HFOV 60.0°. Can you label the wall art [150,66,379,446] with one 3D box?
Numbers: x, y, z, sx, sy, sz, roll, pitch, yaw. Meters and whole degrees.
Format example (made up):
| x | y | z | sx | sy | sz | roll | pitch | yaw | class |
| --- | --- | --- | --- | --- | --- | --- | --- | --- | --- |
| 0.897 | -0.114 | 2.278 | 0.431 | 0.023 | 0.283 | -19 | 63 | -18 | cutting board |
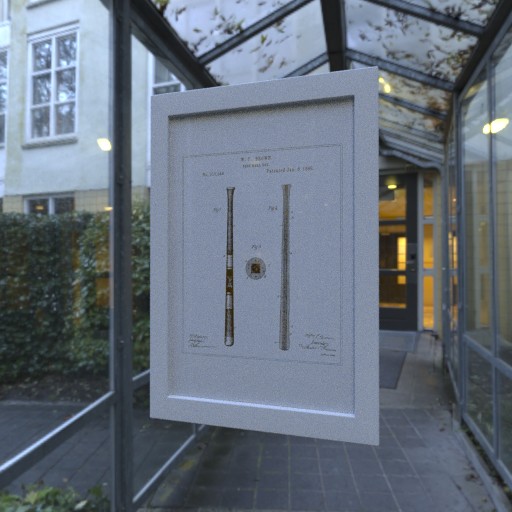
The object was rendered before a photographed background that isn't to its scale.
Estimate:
| x | y | z | sx | sy | sz | roll | pitch | yaw | class |
| --- | --- | --- | --- | --- | --- | --- | --- | --- | --- |
| 0.000 | 0.000 | 0.616 | 0.329 | 0.482 | 0.011 | 0 | 0 | 18 | wall art |
